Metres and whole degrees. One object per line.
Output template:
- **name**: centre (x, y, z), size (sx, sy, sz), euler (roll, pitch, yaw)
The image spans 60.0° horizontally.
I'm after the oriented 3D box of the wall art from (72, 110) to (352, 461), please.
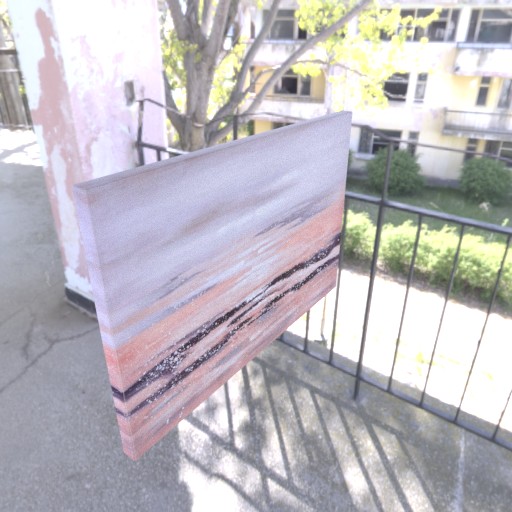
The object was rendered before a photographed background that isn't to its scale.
- **wall art**: centre (0.000, 0.000, 1.146), size (0.038, 0.609, 0.913), euler (19, 32, 32)
